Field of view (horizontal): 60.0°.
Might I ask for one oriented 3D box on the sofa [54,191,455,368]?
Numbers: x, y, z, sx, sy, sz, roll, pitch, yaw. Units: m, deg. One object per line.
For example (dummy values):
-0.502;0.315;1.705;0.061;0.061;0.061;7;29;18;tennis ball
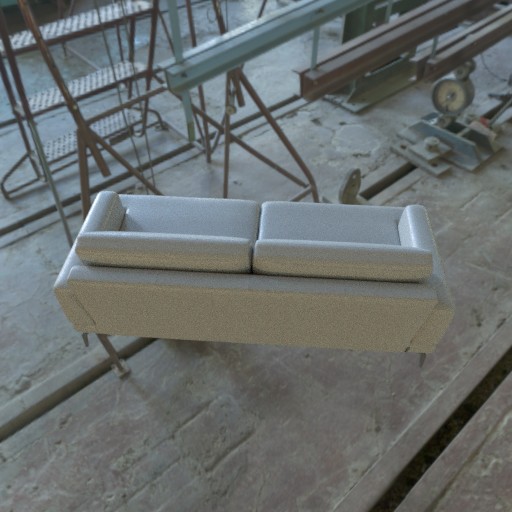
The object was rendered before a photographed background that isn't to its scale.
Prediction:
0.000;0.000;2.466;1.940;0.765;0.974;3;48;3;sofa
